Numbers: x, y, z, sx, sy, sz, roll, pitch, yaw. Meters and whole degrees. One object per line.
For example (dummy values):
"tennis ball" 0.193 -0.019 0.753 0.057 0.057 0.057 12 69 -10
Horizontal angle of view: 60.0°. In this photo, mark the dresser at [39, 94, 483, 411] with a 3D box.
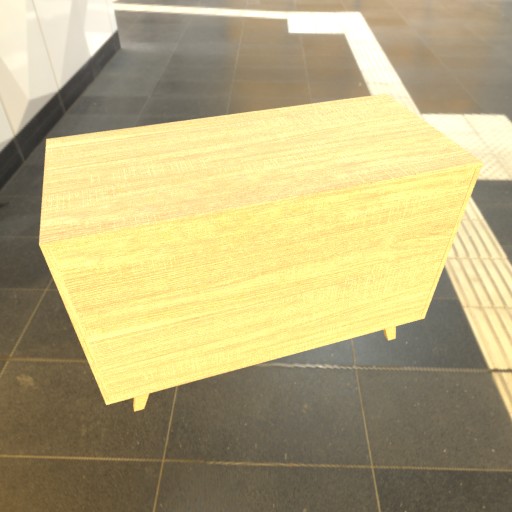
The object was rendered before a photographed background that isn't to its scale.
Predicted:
"dresser" 0.000 0.000 1.485 1.110 0.780 0.500 -12 43 -13
